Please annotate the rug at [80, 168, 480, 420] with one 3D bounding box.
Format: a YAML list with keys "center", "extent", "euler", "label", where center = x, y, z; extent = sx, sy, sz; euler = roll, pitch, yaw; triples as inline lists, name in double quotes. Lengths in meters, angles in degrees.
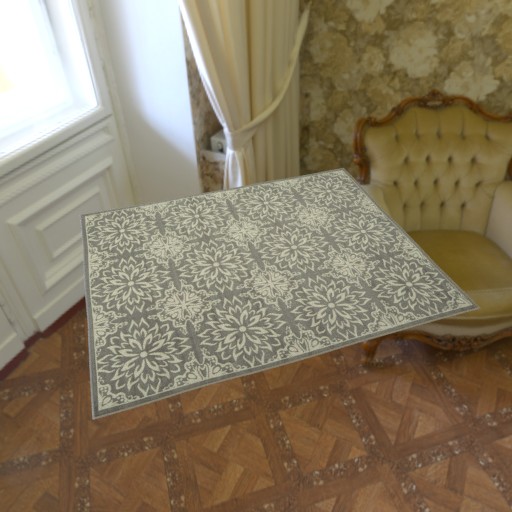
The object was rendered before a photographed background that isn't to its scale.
- center: [0.000, 0.000, 4.019]
  extent: [2.980, 0.012, 2.363]
  euler: [-12, 42, -14]
  label: "rug"
